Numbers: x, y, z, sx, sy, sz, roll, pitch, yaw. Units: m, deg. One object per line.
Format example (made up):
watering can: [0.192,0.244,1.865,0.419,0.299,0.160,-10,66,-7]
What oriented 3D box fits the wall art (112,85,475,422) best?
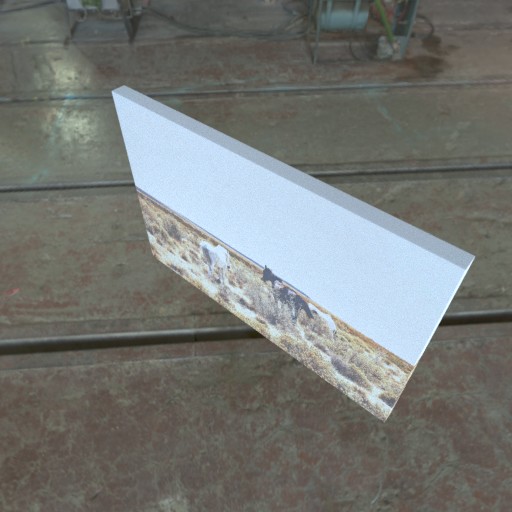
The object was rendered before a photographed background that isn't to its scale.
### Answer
wall art: [0.000,0.000,1.425,1.138,0.761,0.051,32,55,26]
